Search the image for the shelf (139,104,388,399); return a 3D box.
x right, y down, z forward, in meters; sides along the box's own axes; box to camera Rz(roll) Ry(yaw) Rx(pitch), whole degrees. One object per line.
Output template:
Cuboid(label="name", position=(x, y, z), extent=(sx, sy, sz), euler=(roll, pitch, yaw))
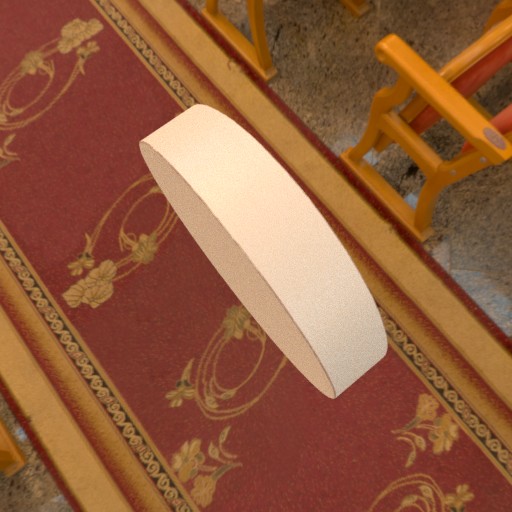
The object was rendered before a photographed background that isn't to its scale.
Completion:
Cuboid(label="shelf", position=(0.000, 0.000, 1.189), extent=(0.158, 0.807, 0.806), euler=(-37, 78, -9))
